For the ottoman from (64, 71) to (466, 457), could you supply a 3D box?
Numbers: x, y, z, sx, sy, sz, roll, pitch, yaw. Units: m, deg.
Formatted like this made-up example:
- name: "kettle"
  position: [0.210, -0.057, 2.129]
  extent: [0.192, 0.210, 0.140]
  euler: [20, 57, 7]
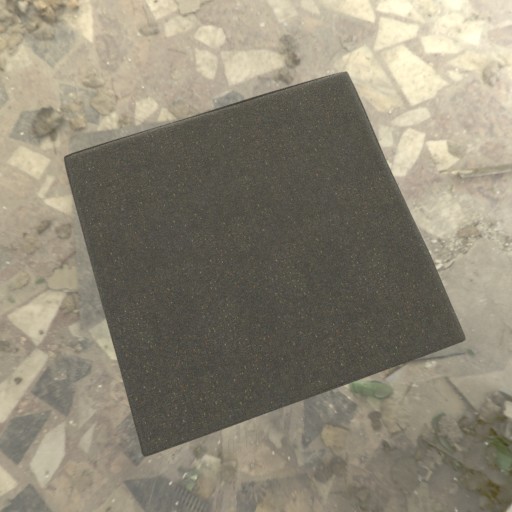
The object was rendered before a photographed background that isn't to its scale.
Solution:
- name: "ottoman"
  position: [0.000, 0.000, 1.534]
  extent: [1.004, 0.382, 0.968]
  euler: [-19, 78, -4]
